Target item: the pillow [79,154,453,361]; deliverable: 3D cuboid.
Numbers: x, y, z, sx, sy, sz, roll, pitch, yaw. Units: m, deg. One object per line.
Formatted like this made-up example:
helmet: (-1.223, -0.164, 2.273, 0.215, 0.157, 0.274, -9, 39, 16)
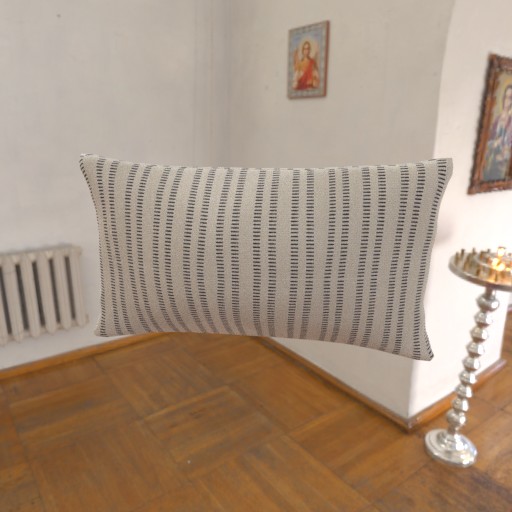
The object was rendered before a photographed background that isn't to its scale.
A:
pillow: (0.000, 0.000, 0.795, 0.640, 0.353, 0.210, 2, 17, 8)
